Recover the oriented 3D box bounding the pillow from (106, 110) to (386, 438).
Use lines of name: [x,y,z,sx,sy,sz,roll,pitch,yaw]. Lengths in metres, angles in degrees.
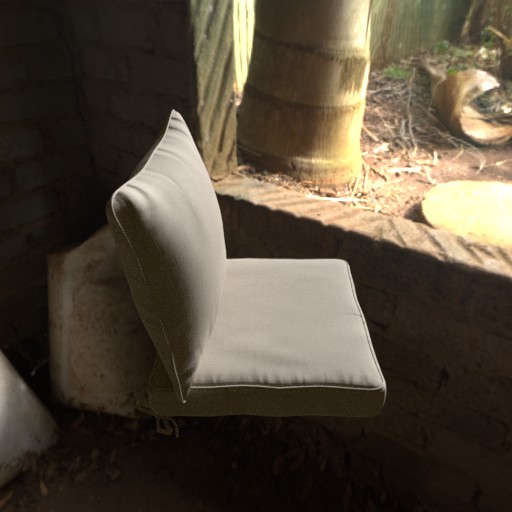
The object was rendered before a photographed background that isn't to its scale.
pillow: [0.000,0.000,1.369,0.733,0.716,0.798,0,31,1]
